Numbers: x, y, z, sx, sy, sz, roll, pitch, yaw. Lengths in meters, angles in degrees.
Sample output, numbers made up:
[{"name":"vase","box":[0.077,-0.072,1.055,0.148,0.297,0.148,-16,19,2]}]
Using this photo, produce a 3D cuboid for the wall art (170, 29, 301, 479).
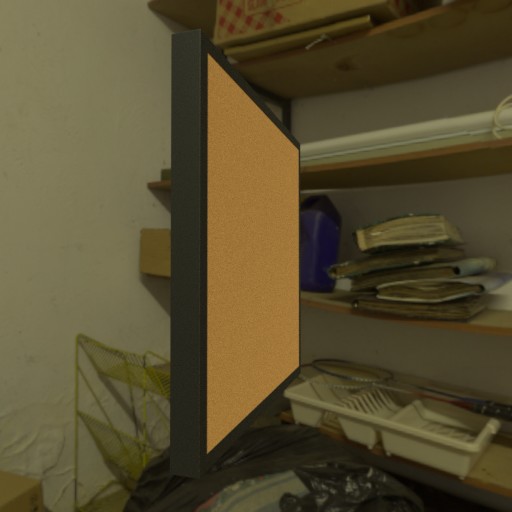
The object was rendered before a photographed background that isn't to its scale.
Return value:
[{"name":"wall art","box":[0.000,0.000,0.743,0.037,0.506,0.506,0,-1,19]}]
